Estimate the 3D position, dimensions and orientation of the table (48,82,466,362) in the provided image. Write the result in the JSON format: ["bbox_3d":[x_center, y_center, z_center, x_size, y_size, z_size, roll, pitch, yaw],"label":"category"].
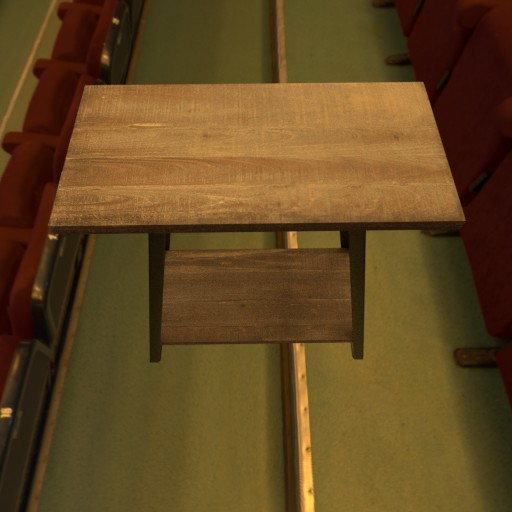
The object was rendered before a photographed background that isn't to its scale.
[{"bbox_3d":[0.000,0.000,1.012,0.599,0.701,0.300,-1,60,0],"label":"table"}]
